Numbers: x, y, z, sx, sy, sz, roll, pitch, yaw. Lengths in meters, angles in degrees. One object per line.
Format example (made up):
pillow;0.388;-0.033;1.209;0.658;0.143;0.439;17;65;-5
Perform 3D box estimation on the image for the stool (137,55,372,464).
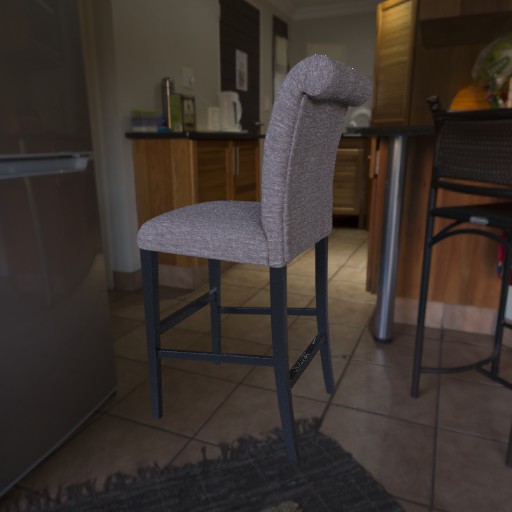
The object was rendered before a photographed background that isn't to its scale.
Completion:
stool;0.000;0.000;1.449;0.613;1.131;0.452;7;17;24
